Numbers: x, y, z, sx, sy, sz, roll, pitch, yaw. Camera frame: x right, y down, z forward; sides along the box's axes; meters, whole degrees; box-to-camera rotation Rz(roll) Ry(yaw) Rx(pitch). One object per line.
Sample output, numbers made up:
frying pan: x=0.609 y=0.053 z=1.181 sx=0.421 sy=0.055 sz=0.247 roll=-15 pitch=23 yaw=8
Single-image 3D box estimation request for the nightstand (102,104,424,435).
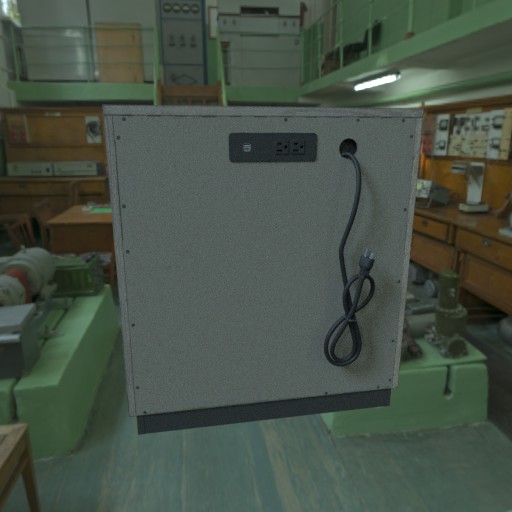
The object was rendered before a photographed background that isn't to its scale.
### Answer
nightstand: x=0.000 y=0.000 z=1.084 sx=0.612 sy=0.673 sz=0.483 roll=-3 pitch=15 yaw=-10
